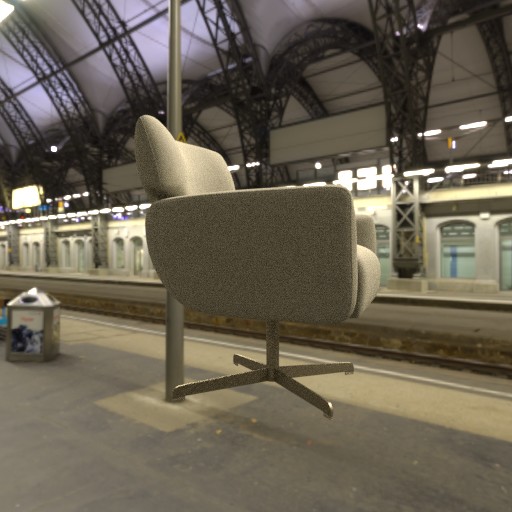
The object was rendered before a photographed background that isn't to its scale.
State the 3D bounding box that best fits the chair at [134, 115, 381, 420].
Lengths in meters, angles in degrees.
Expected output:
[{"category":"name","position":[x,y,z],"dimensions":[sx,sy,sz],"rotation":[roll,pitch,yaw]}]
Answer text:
[{"category":"chair","position":[0.000,0.000,1.400],"dimensions":[0.730,0.810,0.760],"rotation":[0,0,19]}]
